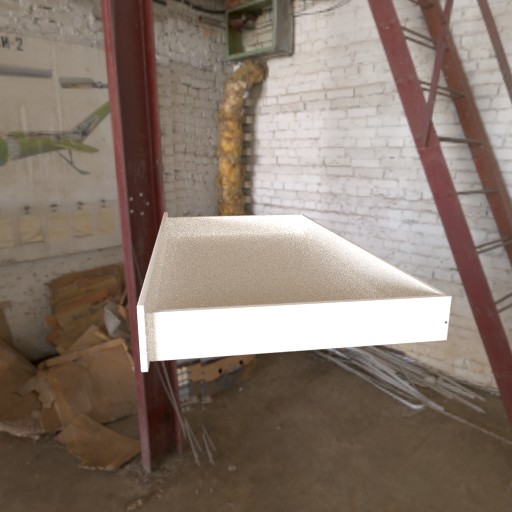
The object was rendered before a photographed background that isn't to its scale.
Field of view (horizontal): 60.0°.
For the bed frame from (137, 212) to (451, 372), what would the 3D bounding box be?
[{"bbox_3d":[0.000,0.000,1.541,0.670,0.141,1.300,-2,14,-9],"label":"bed frame"}]
